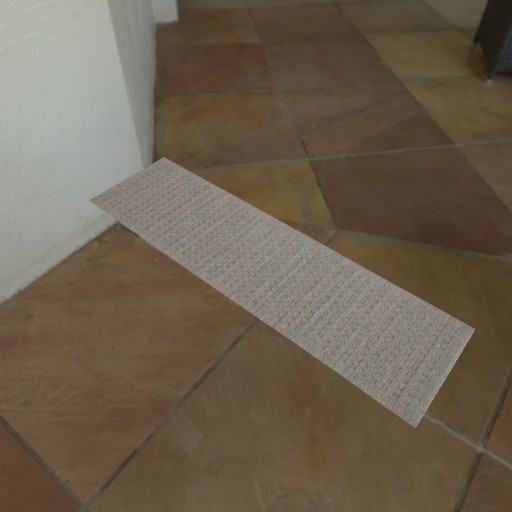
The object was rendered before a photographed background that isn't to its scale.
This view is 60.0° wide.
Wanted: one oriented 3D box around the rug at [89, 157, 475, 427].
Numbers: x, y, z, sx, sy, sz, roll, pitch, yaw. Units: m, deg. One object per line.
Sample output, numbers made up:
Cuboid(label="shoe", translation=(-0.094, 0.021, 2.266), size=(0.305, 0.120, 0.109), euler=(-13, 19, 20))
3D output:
Cuboid(label="rug", translation=(0.000, 0.000, 2.687), size=(2.437, 0.005, 0.688), euler=(32, 54, 27))
